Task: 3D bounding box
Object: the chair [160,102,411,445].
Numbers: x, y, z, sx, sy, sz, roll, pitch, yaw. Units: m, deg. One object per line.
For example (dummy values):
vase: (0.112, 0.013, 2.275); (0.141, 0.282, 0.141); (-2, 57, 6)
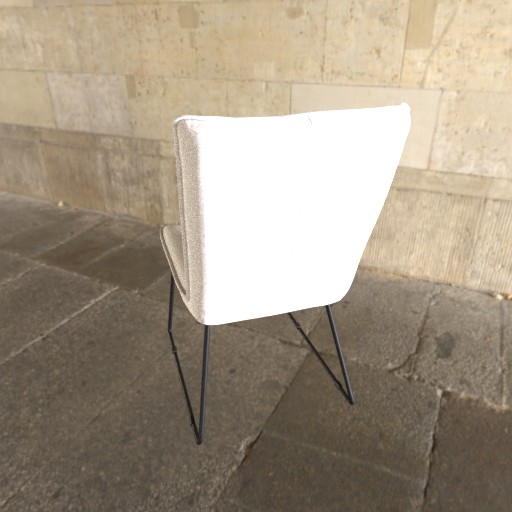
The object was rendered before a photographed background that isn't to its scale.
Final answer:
chair: (0.000, 0.000, 1.327); (0.515, 0.930, 0.688); (-8, 28, -16)
